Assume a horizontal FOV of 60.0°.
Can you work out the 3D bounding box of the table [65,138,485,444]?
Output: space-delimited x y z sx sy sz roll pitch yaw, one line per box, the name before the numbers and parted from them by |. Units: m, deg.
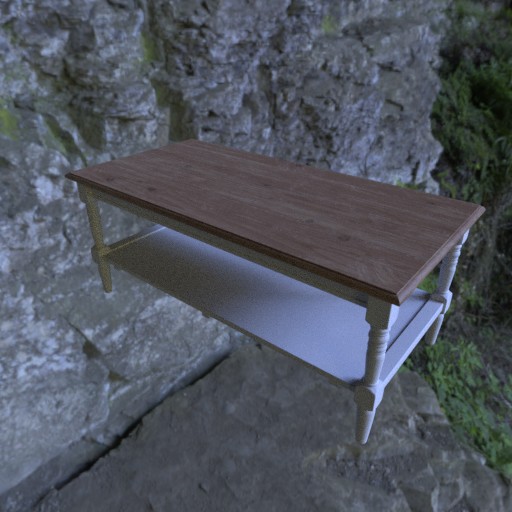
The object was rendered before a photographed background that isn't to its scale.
table | 0.000 0.000 1.400 1.118 0.458 0.559 21 36 33
